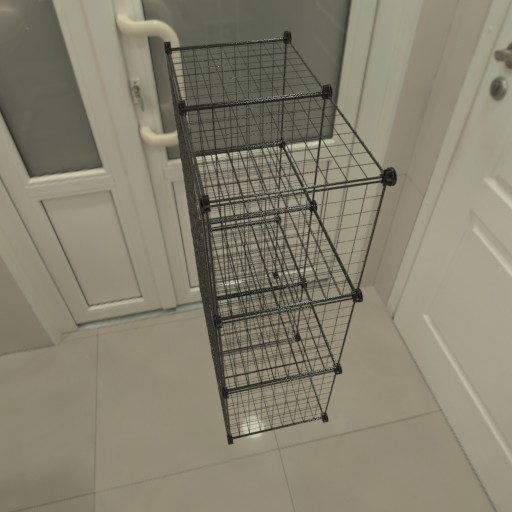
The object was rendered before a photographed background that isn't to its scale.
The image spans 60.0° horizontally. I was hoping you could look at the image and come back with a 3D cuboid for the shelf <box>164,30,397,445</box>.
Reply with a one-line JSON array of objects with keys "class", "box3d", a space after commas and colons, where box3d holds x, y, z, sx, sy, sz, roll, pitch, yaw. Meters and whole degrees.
[{"class": "shelf", "box3d": [0.000, 0.000, 1.384, 0.356, 1.067, 0.711, -10, 47, -9]}]
